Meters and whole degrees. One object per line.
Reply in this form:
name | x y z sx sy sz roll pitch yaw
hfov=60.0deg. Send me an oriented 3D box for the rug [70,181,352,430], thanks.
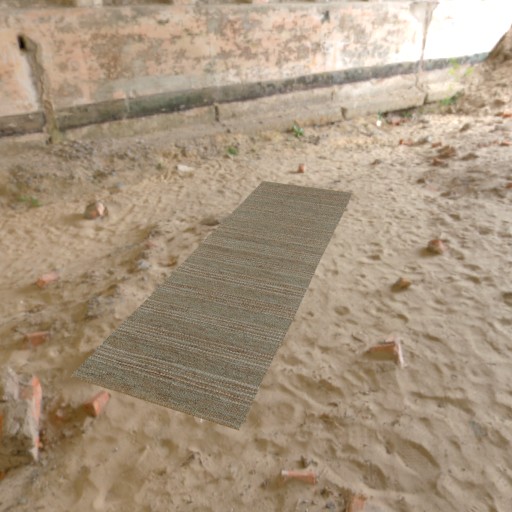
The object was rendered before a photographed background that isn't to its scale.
rug | 0.000 0.000 2.748 0.783 0.006 2.438 11 32 17
